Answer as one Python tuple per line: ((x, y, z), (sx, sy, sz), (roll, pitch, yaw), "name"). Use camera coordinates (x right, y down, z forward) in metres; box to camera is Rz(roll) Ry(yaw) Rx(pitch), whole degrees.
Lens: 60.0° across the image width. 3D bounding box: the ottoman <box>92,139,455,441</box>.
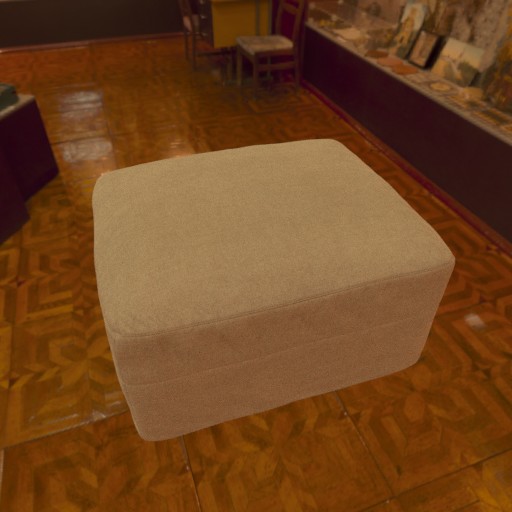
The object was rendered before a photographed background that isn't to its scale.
((0.000, 0.000, 1.260), (0.837, 0.481, 0.683), (-12, 42, -13), "ottoman")
